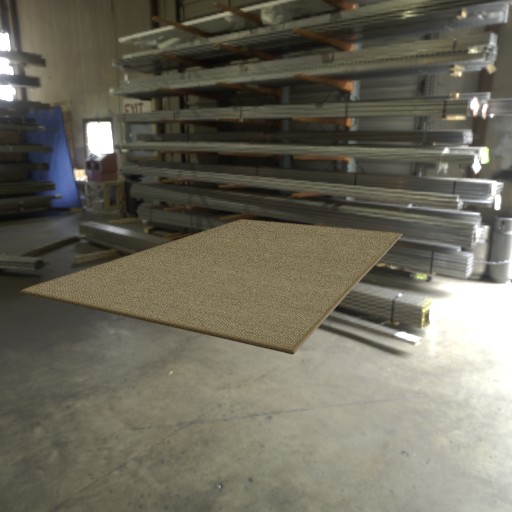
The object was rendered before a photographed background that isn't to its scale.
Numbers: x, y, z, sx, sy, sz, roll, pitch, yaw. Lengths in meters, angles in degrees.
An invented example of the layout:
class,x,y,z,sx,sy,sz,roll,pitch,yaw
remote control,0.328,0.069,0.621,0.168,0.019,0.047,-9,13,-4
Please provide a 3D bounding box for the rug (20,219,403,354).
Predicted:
class,x,y,z,sx,sy,sz,roll,pitch,yaw
rug,0.000,0.000,2.075,1.062,0.013,1.667,7,16,26
